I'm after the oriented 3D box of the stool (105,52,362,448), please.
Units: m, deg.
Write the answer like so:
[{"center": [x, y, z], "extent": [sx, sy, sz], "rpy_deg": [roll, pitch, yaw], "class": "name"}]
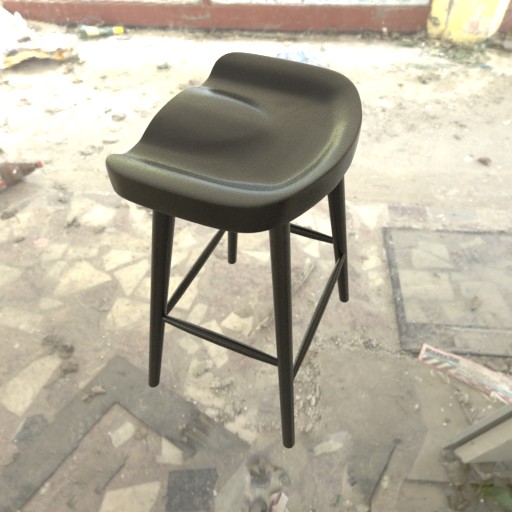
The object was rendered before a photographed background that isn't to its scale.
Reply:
[{"center": [0.000, 0.000, 0.886], "extent": [0.361, 0.615, 0.440], "rpy_deg": [18, 50, 16], "class": "stool"}]
